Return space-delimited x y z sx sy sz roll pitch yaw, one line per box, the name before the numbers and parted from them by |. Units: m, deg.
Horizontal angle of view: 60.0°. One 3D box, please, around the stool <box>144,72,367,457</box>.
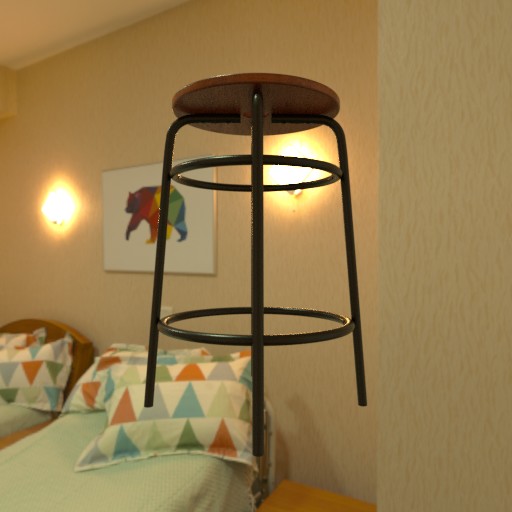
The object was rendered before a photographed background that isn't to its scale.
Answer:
stool | 0.000 0.000 0.901 0.455 0.610 0.455 0 0 -1
